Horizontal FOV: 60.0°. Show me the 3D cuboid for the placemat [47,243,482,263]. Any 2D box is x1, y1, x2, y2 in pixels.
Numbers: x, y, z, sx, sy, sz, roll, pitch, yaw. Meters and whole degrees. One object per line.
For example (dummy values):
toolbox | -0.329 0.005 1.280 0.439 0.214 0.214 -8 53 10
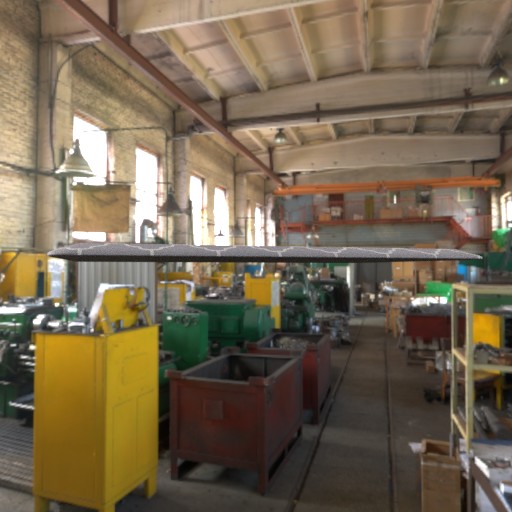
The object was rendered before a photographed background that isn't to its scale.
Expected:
placemat | 0.000 0.000 0.953 0.762 0.021 0.508 1 -2 -18
